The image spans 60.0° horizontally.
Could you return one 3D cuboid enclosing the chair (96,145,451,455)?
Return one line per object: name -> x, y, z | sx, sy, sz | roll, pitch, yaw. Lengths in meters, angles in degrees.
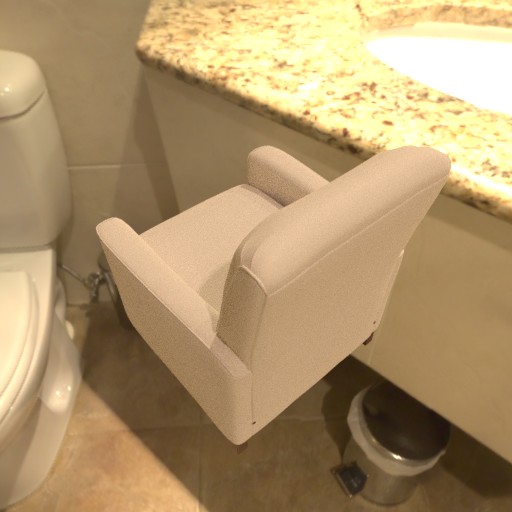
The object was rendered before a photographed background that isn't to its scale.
chair -> 0.000, 0.000, 1.576 | 0.841, 1.028, 0.858 | -32, 54, -27
